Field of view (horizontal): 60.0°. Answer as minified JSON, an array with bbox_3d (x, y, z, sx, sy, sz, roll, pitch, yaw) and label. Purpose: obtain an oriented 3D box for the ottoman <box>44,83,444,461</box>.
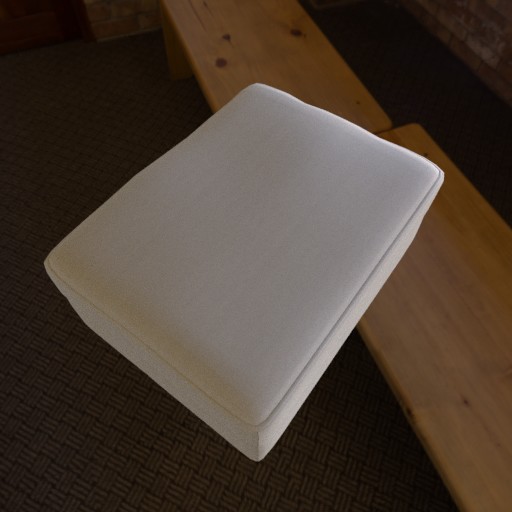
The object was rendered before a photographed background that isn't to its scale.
[{"bbox_3d":[0.000,0.000,1.208,0.634,0.496,0.818,32,63,19],"label":"ottoman"}]
